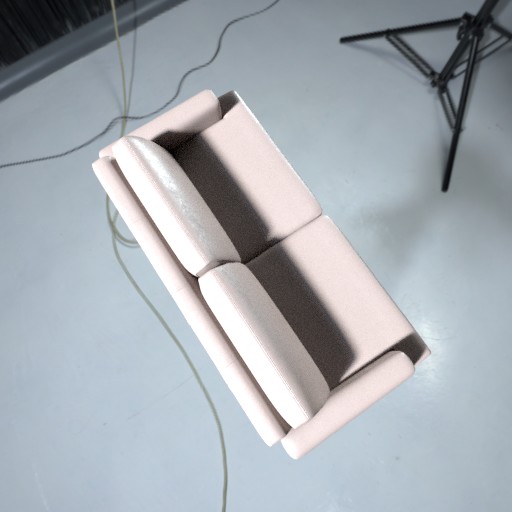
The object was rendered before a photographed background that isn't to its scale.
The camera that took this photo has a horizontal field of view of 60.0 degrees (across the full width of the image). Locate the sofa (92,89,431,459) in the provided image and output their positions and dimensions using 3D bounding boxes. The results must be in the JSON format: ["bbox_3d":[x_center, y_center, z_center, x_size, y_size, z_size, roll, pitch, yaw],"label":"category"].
[{"bbox_3d":[0.000,0.000,2.457,0.974,0.765,1.940,-33,78,-8],"label":"sofa"}]
